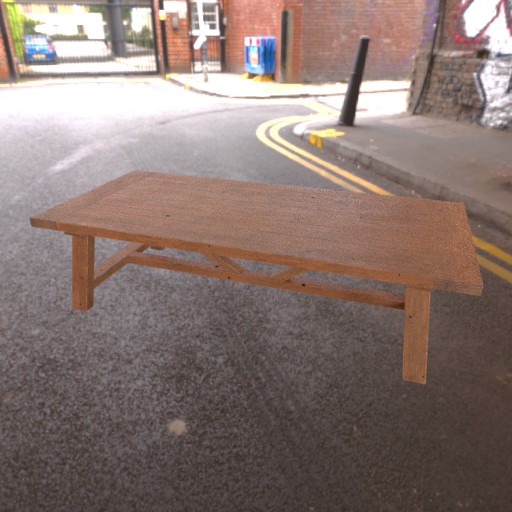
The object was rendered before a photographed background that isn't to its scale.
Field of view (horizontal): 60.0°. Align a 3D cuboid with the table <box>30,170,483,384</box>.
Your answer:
[{"bbox_3d":[0.000,0.000,2.113,1.800,0.465,0.820,9,27,17],"label":"table"}]
